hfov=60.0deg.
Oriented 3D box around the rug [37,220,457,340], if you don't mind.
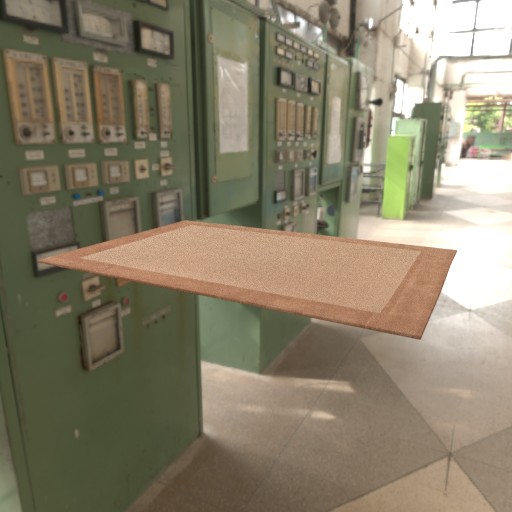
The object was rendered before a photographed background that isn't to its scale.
[{"bbox_3d":[0.000,0.000,2.311,1.829,0.014,1.219,8,17,27],"label":"rug"}]
